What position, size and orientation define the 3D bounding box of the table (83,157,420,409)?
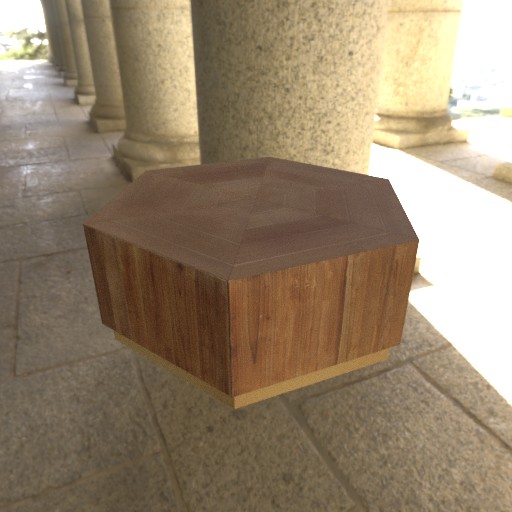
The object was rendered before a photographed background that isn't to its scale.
[{"bbox_3d":[0.000,0.000,1.664,1.154,0.456,1.000,19,32,32],"label":"table"}]
